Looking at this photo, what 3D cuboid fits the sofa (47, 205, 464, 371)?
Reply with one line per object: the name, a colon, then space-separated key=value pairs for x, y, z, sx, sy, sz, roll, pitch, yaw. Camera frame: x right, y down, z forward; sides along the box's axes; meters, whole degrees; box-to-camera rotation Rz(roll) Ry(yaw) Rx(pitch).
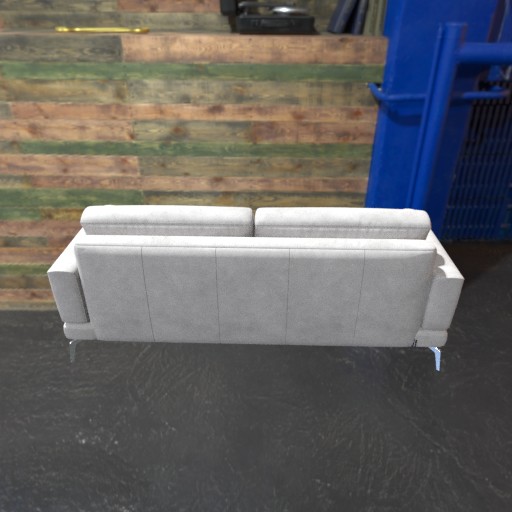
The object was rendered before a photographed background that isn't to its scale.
sofa: x=0.000 y=0.000 z=2.569 sx=2.013 sy=0.830 sz=0.980 roll=1 pitch=31 yaw=2
